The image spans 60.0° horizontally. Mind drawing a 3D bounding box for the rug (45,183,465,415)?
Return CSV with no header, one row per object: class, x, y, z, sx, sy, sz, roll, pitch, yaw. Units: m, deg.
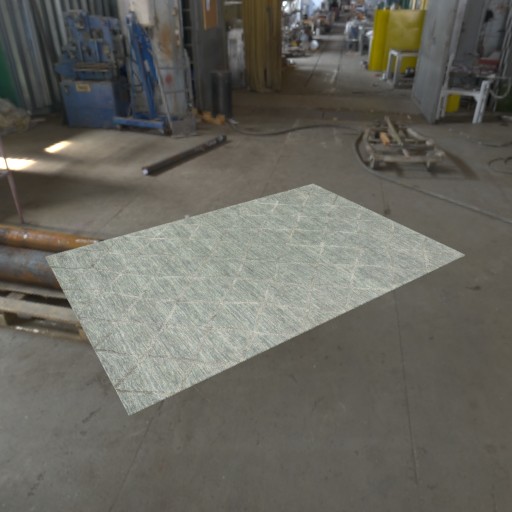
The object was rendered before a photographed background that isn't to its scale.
rug,0.000,0.000,2.897,2.283,0.006,1.521,-19,36,-29
